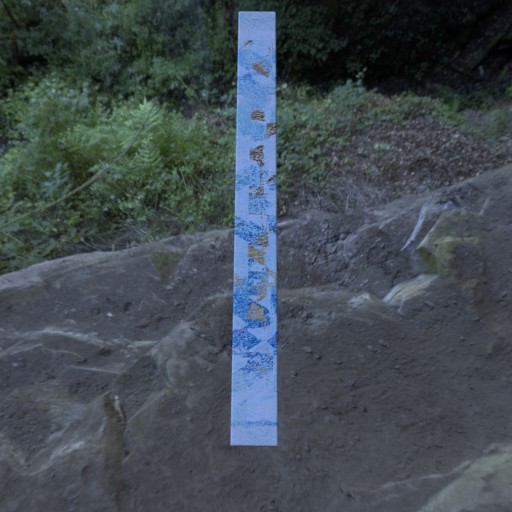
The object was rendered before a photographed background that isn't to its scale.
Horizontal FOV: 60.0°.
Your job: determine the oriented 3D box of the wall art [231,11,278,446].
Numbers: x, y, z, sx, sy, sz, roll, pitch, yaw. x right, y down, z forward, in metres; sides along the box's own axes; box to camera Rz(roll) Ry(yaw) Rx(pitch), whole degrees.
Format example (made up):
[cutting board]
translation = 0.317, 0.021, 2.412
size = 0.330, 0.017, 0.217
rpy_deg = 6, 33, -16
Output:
[wall art]
translation = 0.000, 0.000, 0.592
size = 0.037, 0.405, 0.405
rpy_deg = 0, 76, 0
